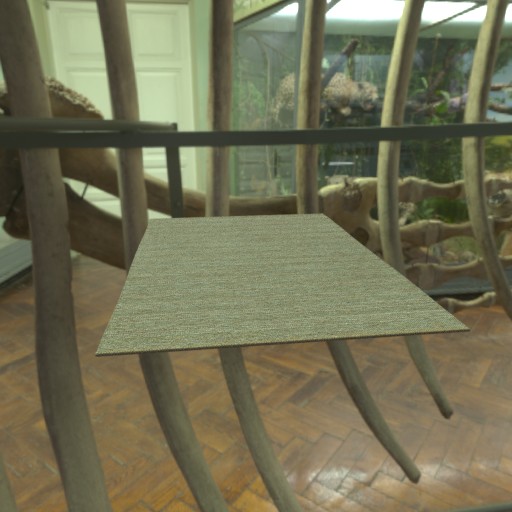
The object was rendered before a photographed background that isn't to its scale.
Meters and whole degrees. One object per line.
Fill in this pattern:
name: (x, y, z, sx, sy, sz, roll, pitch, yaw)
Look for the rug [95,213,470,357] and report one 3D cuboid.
rug: (0.000, 0.000, 2.289, 1.240, 0.010, 1.824, -2, 18, -7)
